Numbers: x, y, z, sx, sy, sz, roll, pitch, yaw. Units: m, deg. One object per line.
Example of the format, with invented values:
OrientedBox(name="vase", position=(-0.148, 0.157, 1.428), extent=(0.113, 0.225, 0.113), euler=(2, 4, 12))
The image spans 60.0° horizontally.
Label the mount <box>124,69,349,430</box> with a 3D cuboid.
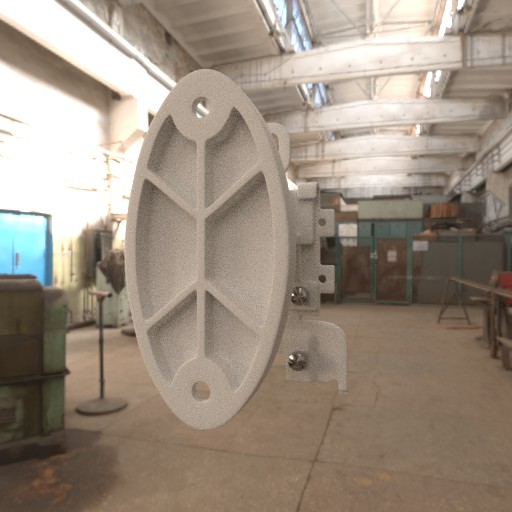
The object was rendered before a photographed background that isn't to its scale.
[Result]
OrientedBox(name="mount", position=(0.000, 0.000, 0.175), extent=(0.066, 0.118, 0.100), euler=(0, 0, 18))
